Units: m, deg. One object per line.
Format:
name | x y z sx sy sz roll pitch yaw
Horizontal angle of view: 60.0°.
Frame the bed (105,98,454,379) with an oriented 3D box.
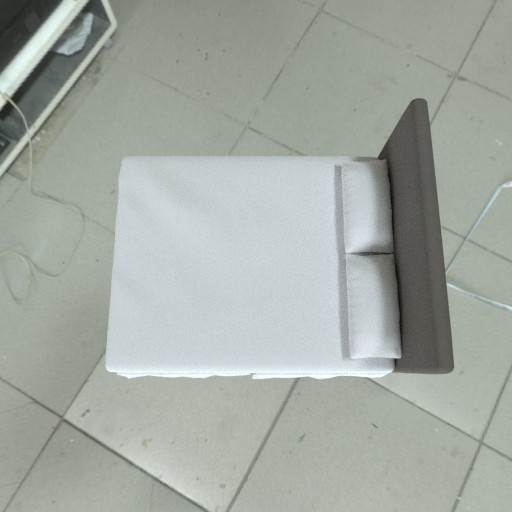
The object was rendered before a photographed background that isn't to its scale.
bed | 0.000 0.000 3.152 2.142 1.330 1.723 0 76 0
